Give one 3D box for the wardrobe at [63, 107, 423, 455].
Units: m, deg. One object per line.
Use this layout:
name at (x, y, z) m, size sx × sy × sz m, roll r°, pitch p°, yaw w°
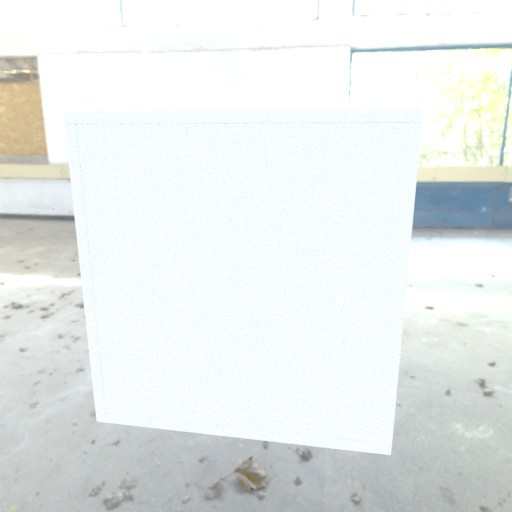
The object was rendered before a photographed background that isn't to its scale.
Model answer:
wardrobe at (0.000, 0.000, 0.860) m, size 0.500 × 0.520 × 0.400 m, roll 3°, pitch 15°, yaw 9°
